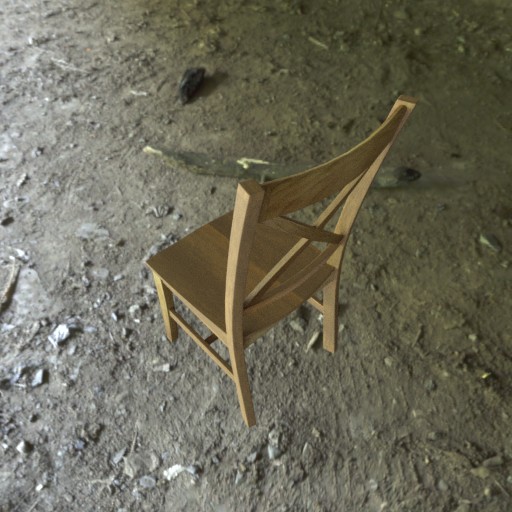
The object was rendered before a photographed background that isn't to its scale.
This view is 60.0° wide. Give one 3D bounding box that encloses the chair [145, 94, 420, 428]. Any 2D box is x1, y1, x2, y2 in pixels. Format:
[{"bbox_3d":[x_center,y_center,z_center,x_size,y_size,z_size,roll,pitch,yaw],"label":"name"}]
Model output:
[{"bbox_3d":[0.000,0.000,1.297,0.485,0.983,0.542,-34,54,-28],"label":"chair"}]
